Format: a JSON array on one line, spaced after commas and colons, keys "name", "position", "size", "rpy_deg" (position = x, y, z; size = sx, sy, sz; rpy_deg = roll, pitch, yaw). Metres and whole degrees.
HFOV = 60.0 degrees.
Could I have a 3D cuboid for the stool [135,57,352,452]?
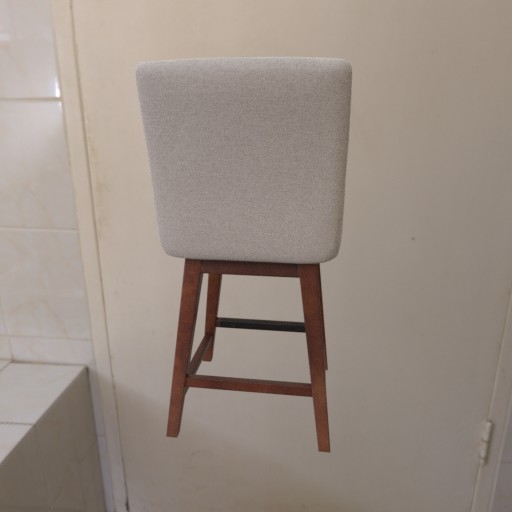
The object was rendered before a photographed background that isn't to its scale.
[{"name": "stool", "position": [0.000, 0.000, 1.276], "size": [0.469, 0.991, 0.559], "rpy_deg": [2, 17, 7]}]
